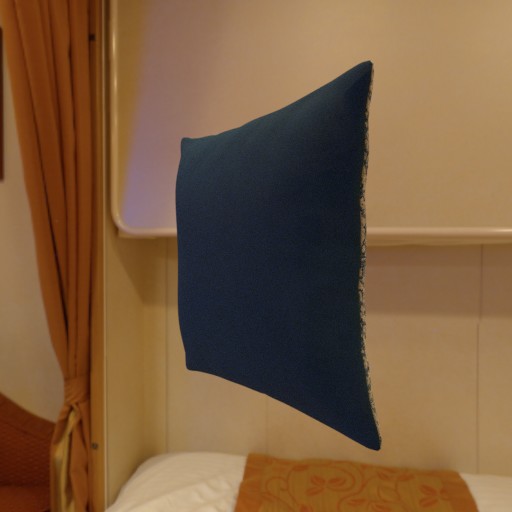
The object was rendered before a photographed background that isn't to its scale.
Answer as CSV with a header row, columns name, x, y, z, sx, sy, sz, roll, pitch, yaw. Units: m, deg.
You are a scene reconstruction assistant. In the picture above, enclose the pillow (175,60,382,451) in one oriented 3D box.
name,x,y,z,sx,sy,sz,roll,pitch,yaw
pillow,0.000,0.000,0.774,0.166,0.510,0.523,-1,1,-37
